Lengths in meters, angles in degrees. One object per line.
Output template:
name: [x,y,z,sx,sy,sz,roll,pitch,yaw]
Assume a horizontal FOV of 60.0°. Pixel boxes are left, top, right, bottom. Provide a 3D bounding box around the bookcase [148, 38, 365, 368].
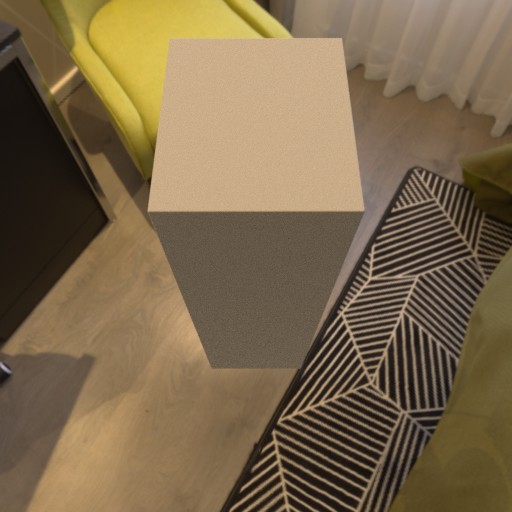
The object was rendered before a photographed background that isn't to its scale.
bookcase: [0.000,0.000,1.242,0.330,1.080,0.390,0,63,0]
